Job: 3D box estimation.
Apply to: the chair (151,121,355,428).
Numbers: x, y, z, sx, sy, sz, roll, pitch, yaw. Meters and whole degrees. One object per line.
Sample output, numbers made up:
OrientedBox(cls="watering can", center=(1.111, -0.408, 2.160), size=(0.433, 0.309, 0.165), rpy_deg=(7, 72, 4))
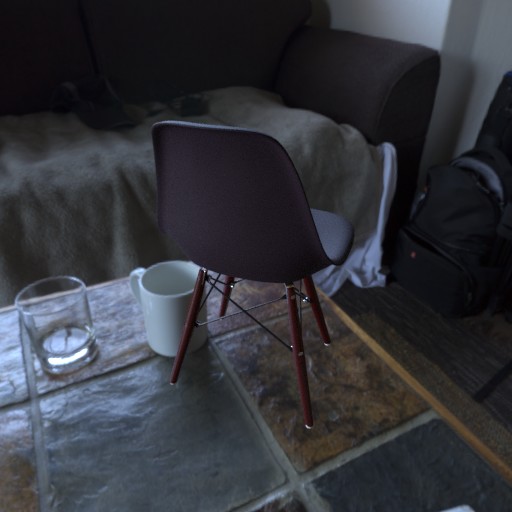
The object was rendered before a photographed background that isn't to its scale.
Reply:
OrientedBox(cls="chair", center=(0.000, 0.000, 1.151), size=(0.470, 0.826, 0.533), rpy_deg=(11, 35, 16))
